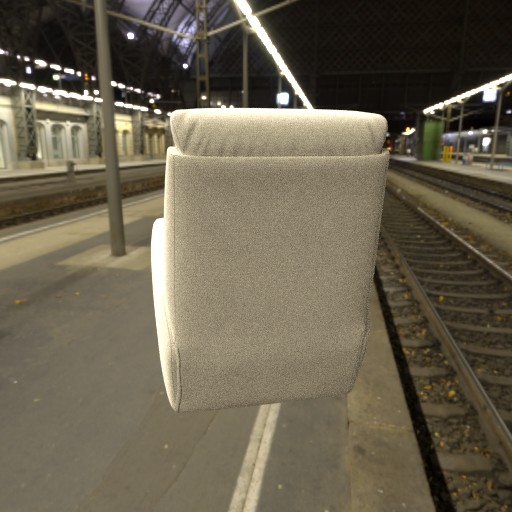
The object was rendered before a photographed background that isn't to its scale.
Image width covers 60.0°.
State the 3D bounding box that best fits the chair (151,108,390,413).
[{"bbox_3d":[0.000,0.000,1.699,0.812,1.015,0.941,-3,14,-11],"label":"chair"}]
